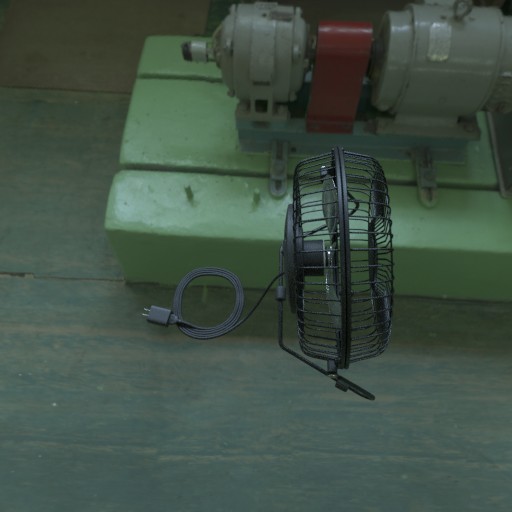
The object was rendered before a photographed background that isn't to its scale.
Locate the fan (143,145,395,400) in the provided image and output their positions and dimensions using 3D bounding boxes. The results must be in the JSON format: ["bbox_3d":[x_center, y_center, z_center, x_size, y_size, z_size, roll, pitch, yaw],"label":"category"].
[{"bbox_3d":[0.000,0.000,0.378,0.227,0.188,0.209,2,64,1],"label":"fan"}]
